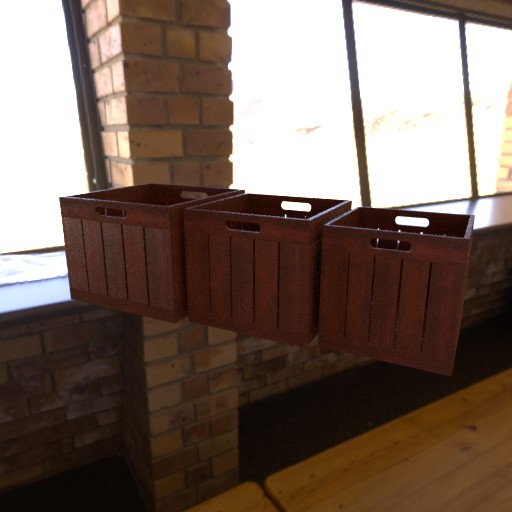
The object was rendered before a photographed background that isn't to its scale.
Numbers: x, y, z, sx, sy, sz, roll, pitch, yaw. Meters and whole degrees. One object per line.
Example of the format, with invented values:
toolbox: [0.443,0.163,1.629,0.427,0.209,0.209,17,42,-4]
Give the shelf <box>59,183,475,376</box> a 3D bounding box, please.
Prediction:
shelf: [0.000,0.000,1.237,1.064,0.311,0.393,8,18,26]
